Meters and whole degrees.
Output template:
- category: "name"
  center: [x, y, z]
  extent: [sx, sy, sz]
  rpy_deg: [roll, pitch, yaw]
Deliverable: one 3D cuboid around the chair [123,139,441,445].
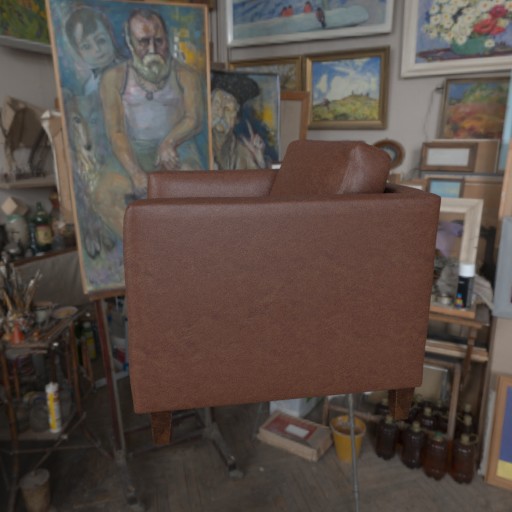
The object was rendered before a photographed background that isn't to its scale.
- category: "chair"
  center: [0.000, 0.000, 1.801]
  extent: [0.959, 0.917, 1.107]
  rpy_deg: [-2, 15, -9]
